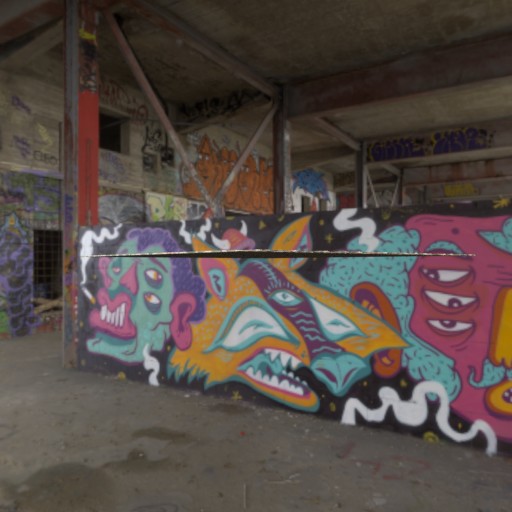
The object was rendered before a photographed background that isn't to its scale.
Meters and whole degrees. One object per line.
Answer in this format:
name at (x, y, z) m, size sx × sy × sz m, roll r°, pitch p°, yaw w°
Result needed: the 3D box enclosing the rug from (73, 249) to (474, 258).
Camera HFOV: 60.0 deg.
rug at (0.000, 0.000, 4.140) m, size 2.438 × 0.010 × 3.048 m, roll 1°, pitch -1°, yaw -38°
